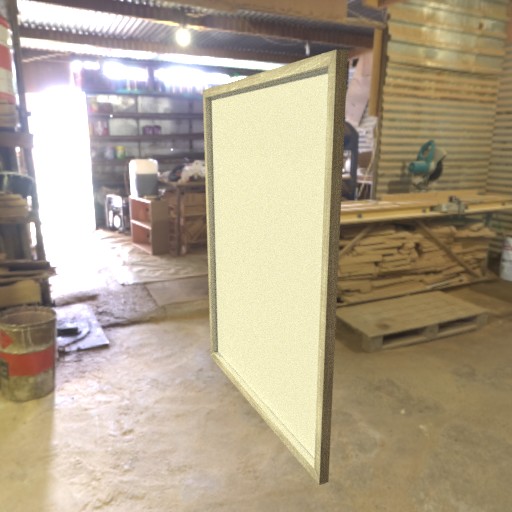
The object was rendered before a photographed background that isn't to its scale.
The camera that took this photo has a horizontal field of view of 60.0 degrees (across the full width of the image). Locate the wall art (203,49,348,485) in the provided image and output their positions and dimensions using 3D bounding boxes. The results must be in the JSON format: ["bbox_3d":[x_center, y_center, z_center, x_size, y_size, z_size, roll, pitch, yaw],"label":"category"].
[{"bbox_3d":[0.000,0.000,1.344,0.035,1.022,0.781,-7,16,-26],"label":"wall art"}]
